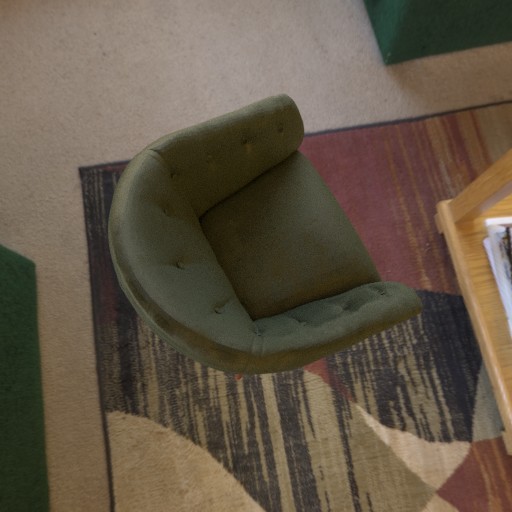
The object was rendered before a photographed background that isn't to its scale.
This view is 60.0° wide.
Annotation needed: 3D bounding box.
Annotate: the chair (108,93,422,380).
[{"bbox_3d":[0.000,0.000,1.534,0.776,0.885,0.851,-27,77,-7],"label":"chair"}]
